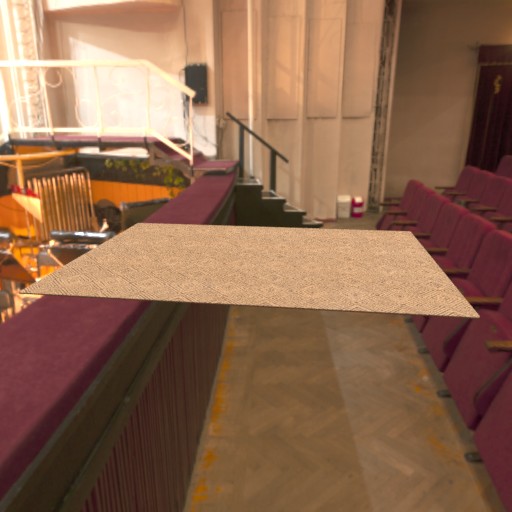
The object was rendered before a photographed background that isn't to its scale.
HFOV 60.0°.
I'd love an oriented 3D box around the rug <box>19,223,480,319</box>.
[{"bbox_3d":[0.000,0.000,2.875,2.238,0.008,1.593,2,17,7],"label":"rug"}]
